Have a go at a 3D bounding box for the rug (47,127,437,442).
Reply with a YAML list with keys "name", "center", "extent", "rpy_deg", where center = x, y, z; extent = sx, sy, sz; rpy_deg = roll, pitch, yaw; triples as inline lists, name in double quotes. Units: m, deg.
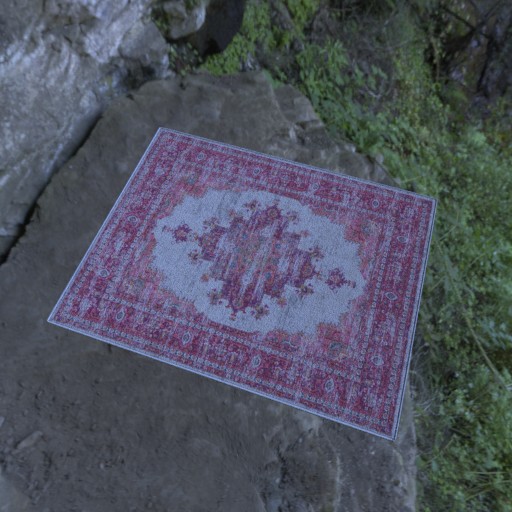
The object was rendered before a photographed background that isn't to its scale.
- name: "rug"
  center: [0.000, 0.000, 4.246]
  extent: [3.123, 0.017, 2.447]
  rpy_deg: [17, 63, 9]
